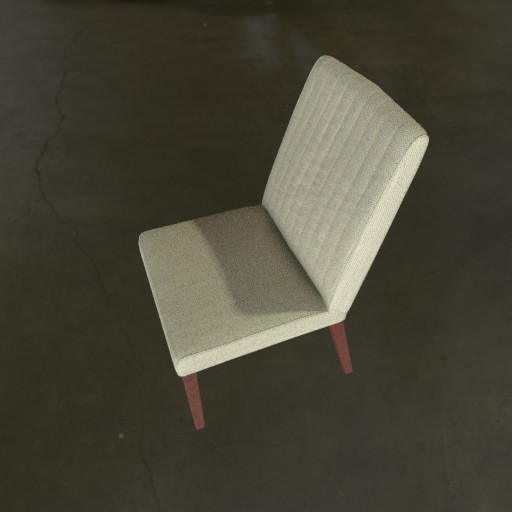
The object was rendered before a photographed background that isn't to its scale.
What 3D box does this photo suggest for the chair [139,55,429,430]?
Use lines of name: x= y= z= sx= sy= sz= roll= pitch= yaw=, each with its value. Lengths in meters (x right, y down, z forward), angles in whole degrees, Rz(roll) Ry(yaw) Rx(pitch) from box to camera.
chair: x=0.000 y=0.000 z=1.241 sx=0.594 sy=0.900 sz=0.480 roll=-16 pitch=48 yaw=-15
